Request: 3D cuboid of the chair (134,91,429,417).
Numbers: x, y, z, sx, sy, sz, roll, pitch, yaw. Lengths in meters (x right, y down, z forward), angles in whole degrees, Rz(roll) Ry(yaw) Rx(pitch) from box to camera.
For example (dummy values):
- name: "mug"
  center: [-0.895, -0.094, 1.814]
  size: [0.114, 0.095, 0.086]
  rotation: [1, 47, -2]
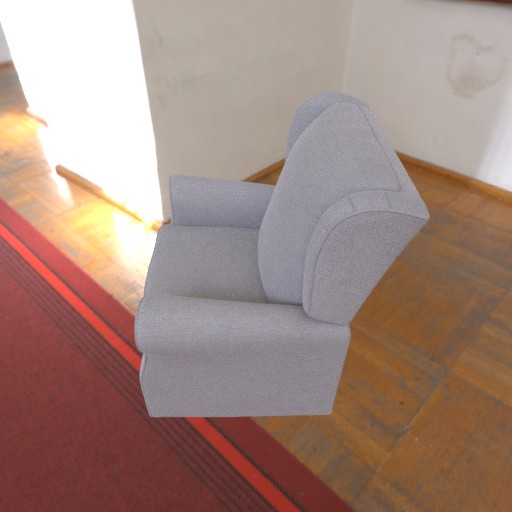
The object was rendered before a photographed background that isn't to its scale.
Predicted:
- name: "chair"
  center: [0.000, 0.000, 1.664]
  size: [0.854, 0.966, 0.906]
  rotation: [-1, 40, -1]
